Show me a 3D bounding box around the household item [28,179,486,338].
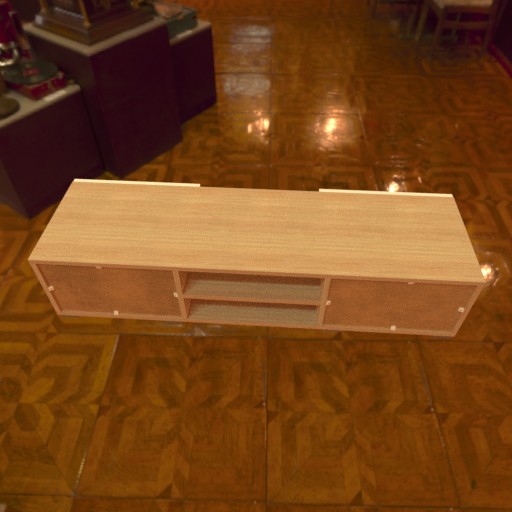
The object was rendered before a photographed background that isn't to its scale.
[{"bbox_3d":[0.000,0.000,1.607,1.400,0.310,0.420,3,47,3],"label":"household item"}]
